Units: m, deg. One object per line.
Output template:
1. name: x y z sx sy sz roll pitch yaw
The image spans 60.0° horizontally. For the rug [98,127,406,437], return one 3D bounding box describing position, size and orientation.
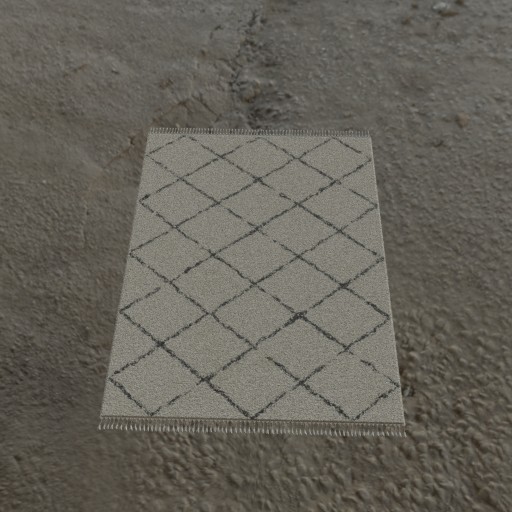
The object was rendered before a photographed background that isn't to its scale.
1. rug: 0.000 0.000 4.089 2.380 0.013 3.051 1 64 1
